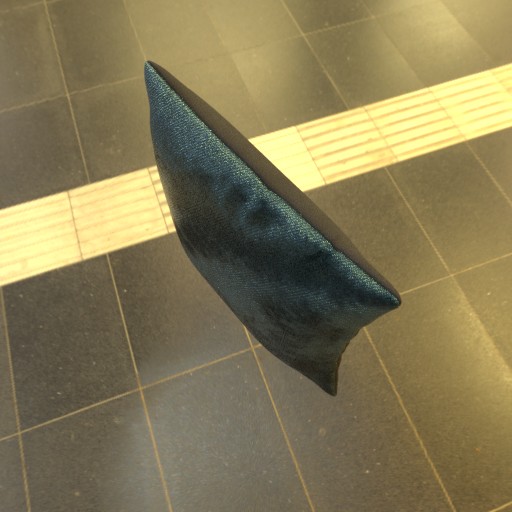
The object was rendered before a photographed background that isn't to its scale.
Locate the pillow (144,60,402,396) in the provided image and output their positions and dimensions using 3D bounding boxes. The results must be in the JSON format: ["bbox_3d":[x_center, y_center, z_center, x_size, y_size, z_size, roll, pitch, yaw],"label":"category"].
[{"bbox_3d":[0.000,0.000,0.658,0.138,0.430,0.436,-37,69,-16],"label":"pillow"}]
